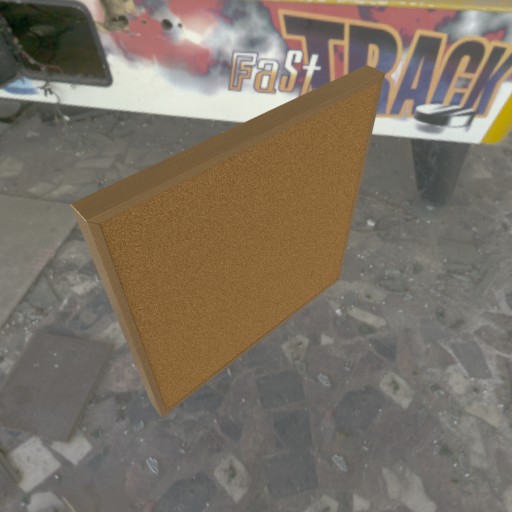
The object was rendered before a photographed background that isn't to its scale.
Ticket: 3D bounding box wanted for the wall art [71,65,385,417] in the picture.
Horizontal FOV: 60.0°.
[{"bbox_3d":[0.000,0.000,0.769,0.505,0.505,0.037,-33,56,-27],"label":"wall art"}]
